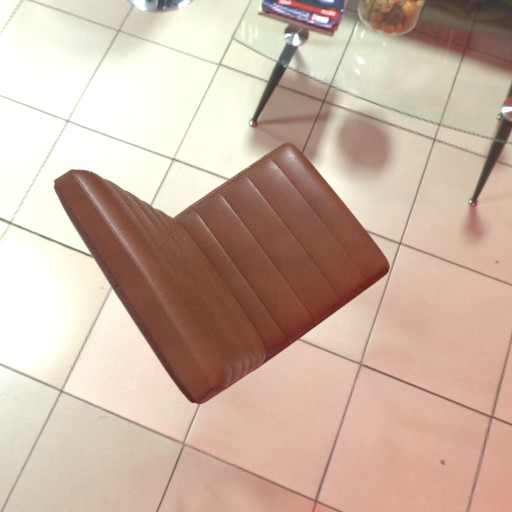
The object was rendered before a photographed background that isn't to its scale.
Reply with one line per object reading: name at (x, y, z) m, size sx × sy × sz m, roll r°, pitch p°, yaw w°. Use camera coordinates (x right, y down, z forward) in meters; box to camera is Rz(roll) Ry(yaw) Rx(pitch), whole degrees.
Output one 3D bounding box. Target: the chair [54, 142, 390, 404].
chair at (0.000, 0.000, 1.276) m, size 0.634 × 0.930 × 0.520 m, roll -34°, pitch 78°, yaw -8°
